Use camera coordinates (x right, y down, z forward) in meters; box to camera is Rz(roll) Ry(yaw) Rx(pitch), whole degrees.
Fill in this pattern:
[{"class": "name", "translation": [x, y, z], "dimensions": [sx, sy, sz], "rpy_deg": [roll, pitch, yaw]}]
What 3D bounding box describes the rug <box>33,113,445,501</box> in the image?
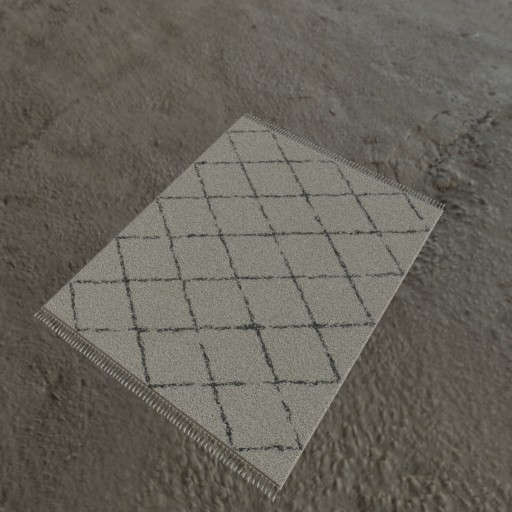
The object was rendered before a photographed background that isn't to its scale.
[{"class": "rug", "translation": [0.000, 0.000, 3.977], "dimensions": [2.380, 0.013, 3.051], "rpy_deg": [30, 62, 18]}]
